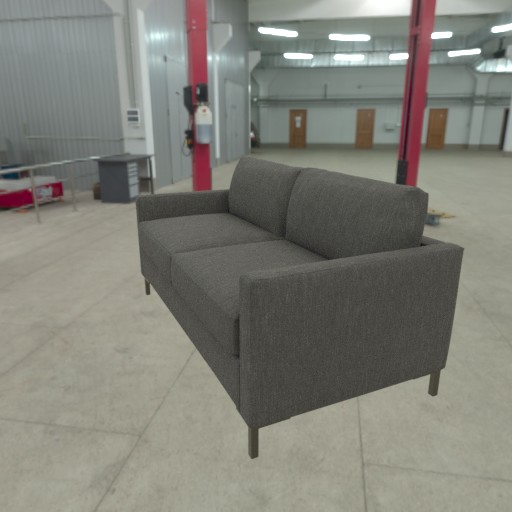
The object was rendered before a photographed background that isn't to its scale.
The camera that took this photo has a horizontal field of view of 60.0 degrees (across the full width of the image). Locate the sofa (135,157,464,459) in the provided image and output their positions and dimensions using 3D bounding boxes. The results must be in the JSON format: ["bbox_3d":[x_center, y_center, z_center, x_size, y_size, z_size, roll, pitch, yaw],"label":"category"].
[{"bbox_3d":[0.000,0.000,2.167,0.875,0.840,1.682,-8,19,-24],"label":"sofa"}]
